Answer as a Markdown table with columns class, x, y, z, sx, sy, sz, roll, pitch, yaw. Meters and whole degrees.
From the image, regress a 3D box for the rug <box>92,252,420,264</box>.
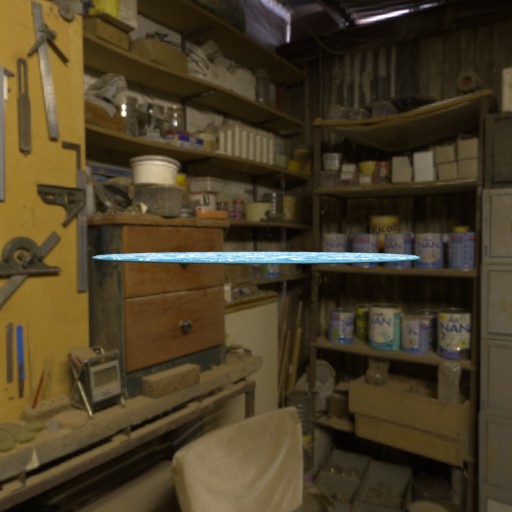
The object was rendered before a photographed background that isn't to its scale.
| class | x | y | z | sx | sy | sz | roll | pitch | yaw |
| --- | --- | --- | --- | --- | --- | --- | --- | --- | --- |
| rug | 0.000 | 0.000 | 2.295 | 1.593 | 0.012 | 1.593 | 0 | 2 | 0 |
